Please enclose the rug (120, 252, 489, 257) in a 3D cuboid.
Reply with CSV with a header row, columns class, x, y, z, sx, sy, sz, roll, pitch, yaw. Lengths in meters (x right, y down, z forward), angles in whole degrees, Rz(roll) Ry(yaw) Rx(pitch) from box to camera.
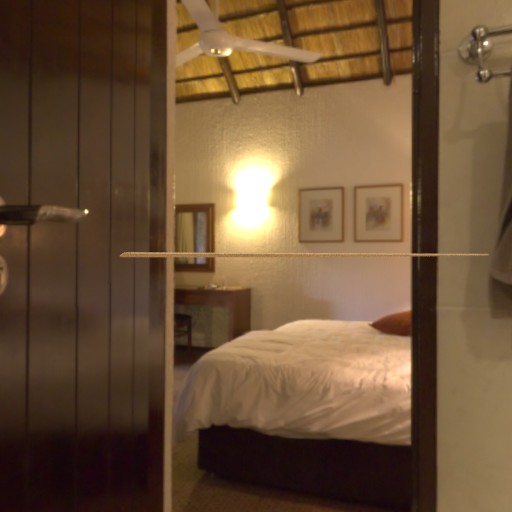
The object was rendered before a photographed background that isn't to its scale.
class,x,y,z,sx,sy,sz,roll,pitch,yaw
rug,0.000,0.000,3.939,2.313,0.009,2.939,0,0,-17
